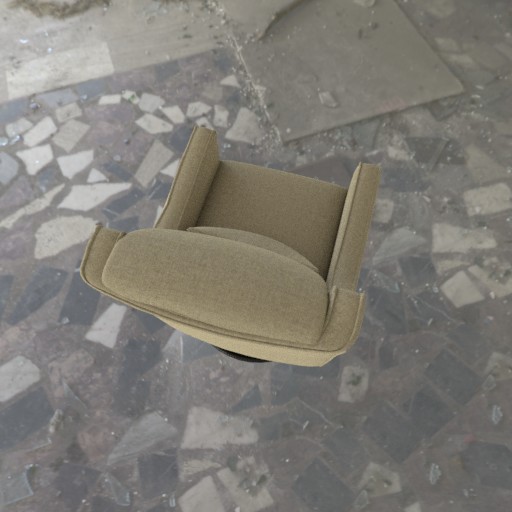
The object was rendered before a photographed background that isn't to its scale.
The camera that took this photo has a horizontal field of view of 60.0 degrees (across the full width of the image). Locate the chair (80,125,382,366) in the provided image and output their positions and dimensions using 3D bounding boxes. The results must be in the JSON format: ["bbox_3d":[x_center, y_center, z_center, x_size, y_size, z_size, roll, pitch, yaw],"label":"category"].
[{"bbox_3d":[0.000,0.000,1.596,0.732,0.993,0.879,14,64,7],"label":"chair"}]
